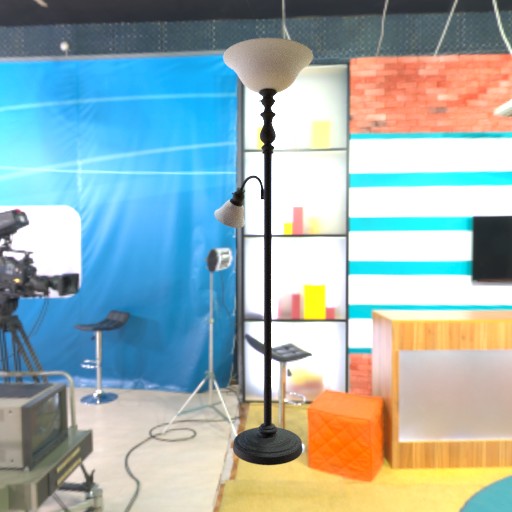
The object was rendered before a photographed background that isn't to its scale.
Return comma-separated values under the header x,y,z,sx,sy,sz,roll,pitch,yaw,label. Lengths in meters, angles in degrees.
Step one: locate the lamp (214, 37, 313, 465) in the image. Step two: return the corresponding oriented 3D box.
x,y,z,sx,sy,sz,roll,pitch,yaw,label
0.000,0.000,2.103,0.405,1.793,0.588,-1,2,-36,lamp
